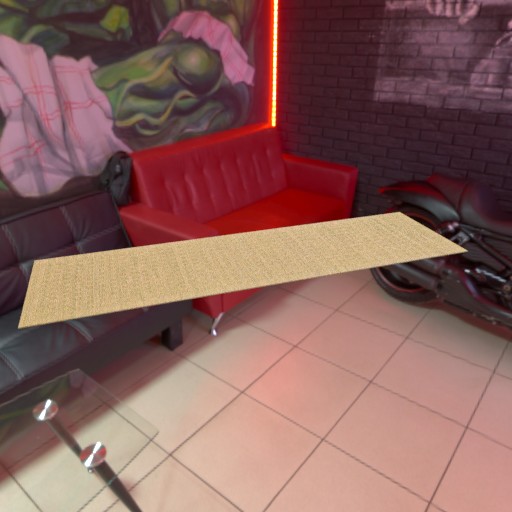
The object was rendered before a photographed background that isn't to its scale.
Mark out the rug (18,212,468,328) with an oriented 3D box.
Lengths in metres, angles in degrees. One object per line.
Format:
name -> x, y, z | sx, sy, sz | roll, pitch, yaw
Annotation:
rug -> 0.000, 0.000, 2.589 | 2.437, 0.006, 0.686 | -9, 28, -17
